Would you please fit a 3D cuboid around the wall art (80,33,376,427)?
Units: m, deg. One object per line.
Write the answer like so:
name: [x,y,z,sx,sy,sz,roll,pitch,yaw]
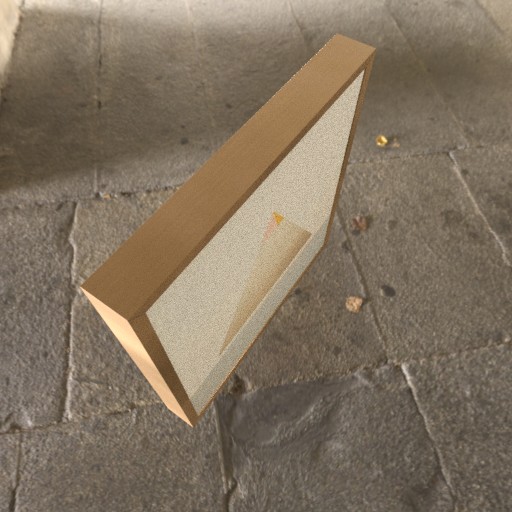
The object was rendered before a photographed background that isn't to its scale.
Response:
wall art: [0.000,0.000,0.446,0.038,0.303,0.305,31,63,17]
